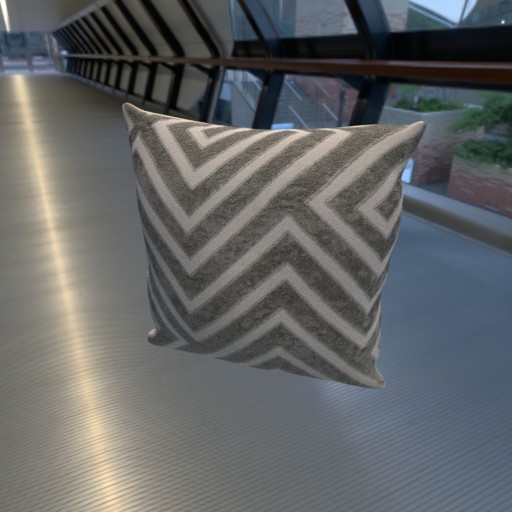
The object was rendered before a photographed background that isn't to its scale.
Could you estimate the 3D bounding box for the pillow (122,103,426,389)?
[{"bbox_3d":[0.000,0.000,0.692,0.440,0.441,0.182,8,27,16],"label":"pillow"}]
